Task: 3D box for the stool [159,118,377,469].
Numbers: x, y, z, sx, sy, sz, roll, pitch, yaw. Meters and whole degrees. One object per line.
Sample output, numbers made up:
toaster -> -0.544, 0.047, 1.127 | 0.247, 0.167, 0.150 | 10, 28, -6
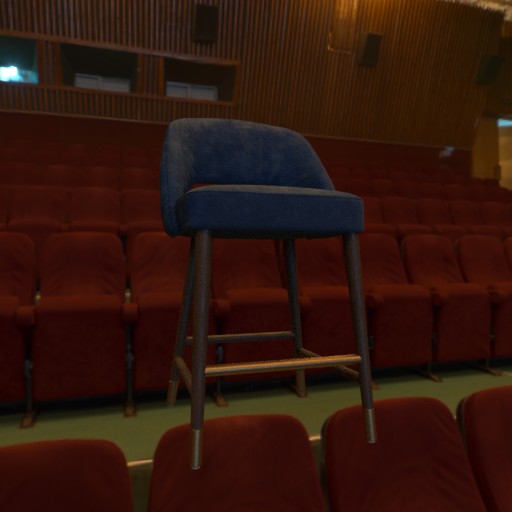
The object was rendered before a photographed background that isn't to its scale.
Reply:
stool -> 0.000, 0.000, 1.272 | 0.536, 0.925, 0.524 | 0, 0, -18
